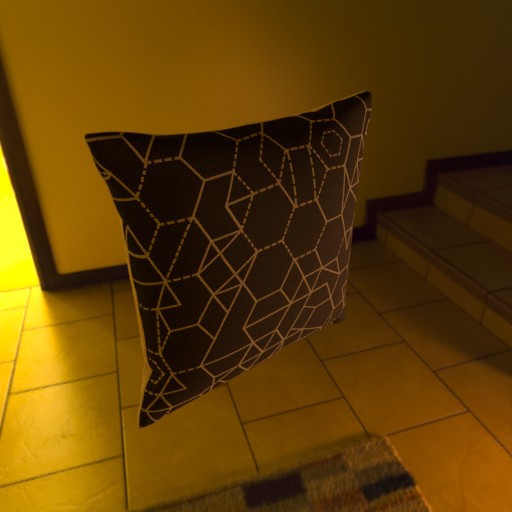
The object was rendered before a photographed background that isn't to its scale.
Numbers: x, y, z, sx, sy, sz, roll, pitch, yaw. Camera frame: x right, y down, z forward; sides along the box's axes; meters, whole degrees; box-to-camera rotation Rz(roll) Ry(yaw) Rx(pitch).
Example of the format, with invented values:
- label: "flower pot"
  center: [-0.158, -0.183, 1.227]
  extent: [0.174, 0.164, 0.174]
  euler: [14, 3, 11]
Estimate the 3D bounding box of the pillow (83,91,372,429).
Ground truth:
- label: "pillow"
  center: [0.000, 0.000, 0.782]
  extent: [0.517, 0.508, 0.158]
  euler: [-21, 36, -32]
